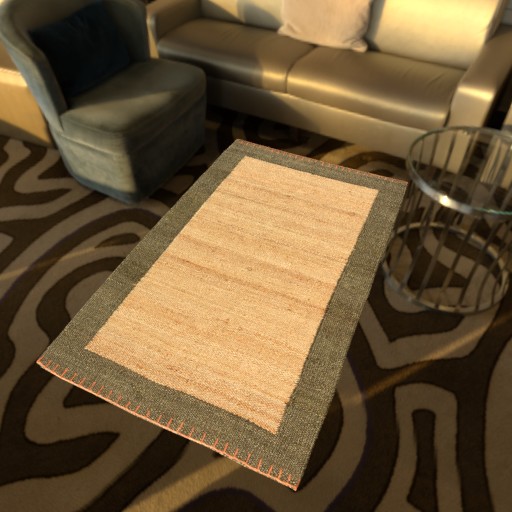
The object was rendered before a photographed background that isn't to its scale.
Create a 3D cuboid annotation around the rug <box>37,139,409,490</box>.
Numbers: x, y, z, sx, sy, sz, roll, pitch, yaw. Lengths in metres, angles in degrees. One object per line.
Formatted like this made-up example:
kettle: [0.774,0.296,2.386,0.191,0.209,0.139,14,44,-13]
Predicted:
rug: [0.000,0.000,2.889,1.521,0.006,2.435,18,49,17]
